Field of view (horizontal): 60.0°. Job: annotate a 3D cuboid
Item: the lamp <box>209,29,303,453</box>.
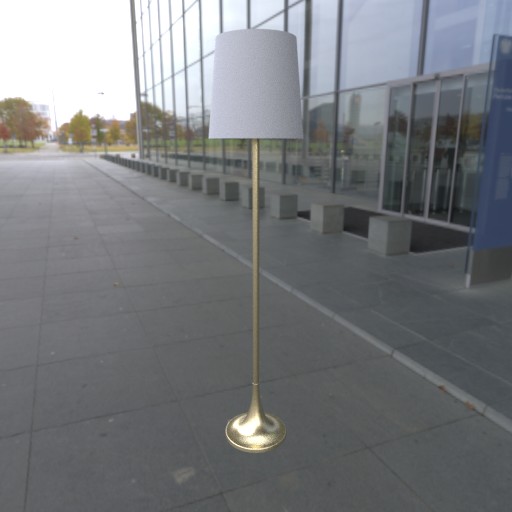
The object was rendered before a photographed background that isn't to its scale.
[{"bbox_3d":[0.000,0.000,1.691,0.337,1.543,0.337,0,14,0],"label":"lamp"}]
